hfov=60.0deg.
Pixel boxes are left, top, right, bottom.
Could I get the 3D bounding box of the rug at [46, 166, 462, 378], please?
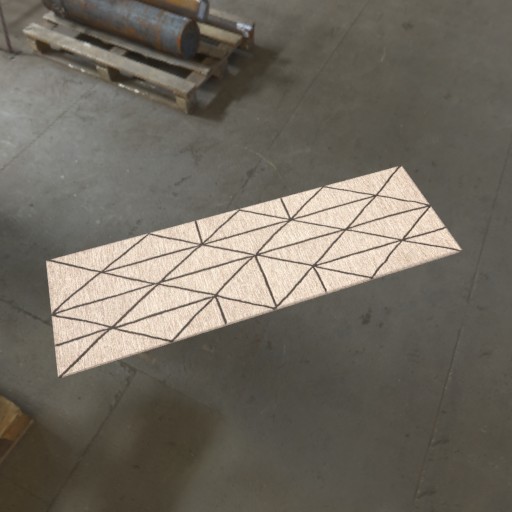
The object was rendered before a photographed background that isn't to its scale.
[{"bbox_3d":[0.000,0.000,2.718,2.438,0.012,0.762,-16,59,-10],"label":"rug"}]
